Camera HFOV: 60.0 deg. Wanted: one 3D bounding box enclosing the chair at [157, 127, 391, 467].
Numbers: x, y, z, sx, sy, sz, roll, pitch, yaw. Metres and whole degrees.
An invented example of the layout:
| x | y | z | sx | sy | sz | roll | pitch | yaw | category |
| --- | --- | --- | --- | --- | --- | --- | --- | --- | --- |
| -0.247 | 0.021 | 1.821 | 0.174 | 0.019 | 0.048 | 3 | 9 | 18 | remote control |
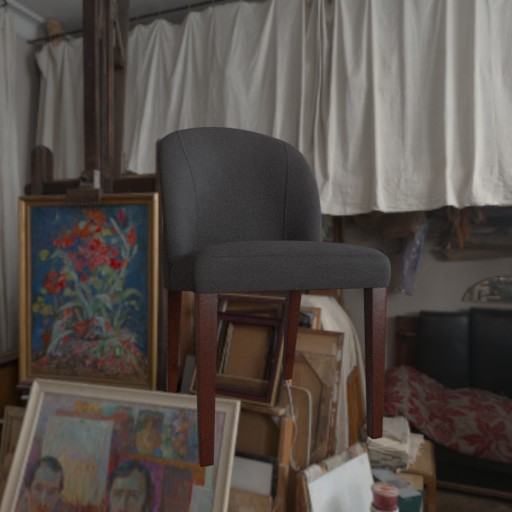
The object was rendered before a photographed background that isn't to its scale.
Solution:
| x | y | z | sx | sy | sz | roll | pitch | yaw | category |
| --- | --- | --- | --- | --- | --- | --- | --- | --- | --- |
| 0.000 | 0.000 | 1.259 | 0.506 | 0.879 | 0.619 | 0 | 1 | -19 | chair |
